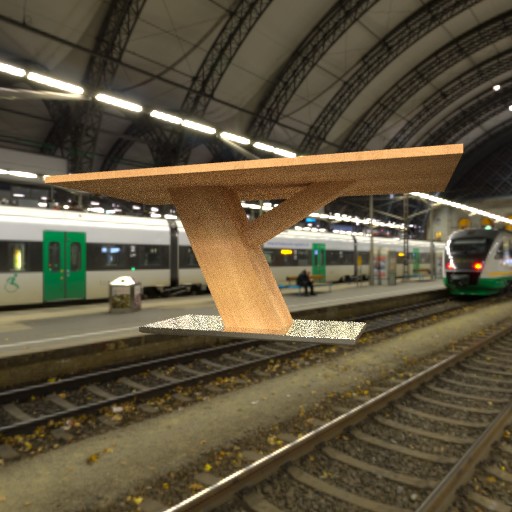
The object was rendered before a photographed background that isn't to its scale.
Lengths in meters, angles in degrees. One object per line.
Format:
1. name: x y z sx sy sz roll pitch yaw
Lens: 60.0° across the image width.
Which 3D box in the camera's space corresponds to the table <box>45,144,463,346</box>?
1. table: 0.000 0.000 2.222 1.800 0.750 0.900 0 -1 19
